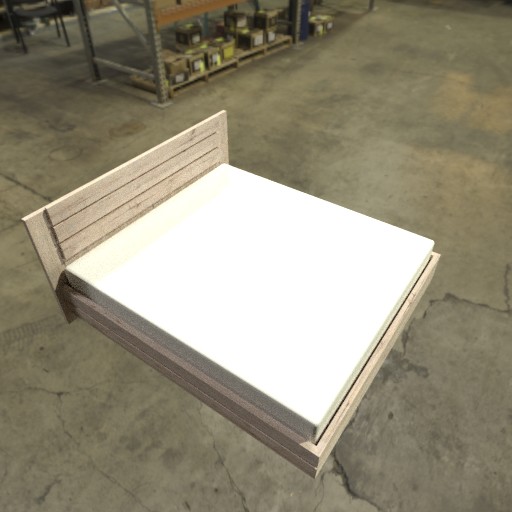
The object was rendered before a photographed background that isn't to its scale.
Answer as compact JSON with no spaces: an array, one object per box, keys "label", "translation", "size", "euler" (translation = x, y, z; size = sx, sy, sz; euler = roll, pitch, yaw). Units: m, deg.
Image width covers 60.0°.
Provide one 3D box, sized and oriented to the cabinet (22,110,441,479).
[{"label":"cabinet","translation":[0.000,0.000,3.122],"size":[2.080,0.970,1.950],"euler":[25,47,26]}]
